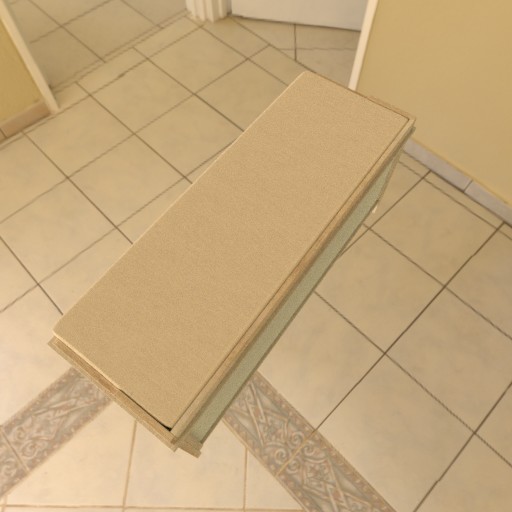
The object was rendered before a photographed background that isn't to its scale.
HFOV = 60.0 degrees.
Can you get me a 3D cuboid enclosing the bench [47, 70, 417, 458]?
[{"bbox_3d":[0.000,0.000,1.390,0.398,0.501,1.140,33,67,16],"label":"bench"}]
